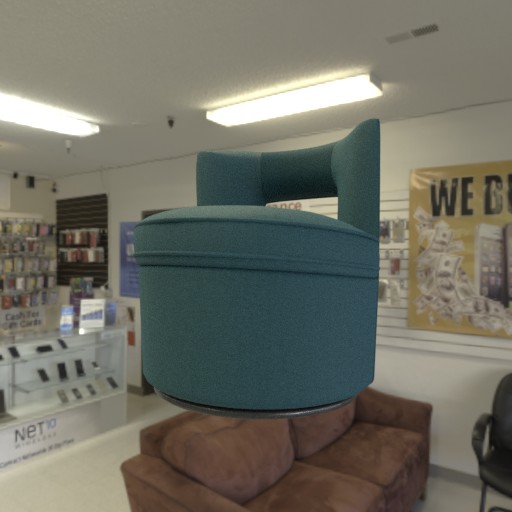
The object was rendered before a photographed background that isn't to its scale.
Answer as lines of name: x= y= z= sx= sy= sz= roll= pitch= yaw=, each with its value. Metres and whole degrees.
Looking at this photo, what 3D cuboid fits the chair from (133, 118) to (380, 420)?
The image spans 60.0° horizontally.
chair: x=0.000 y=0.000 z=1.243 sx=0.684 sy=0.711 sz=0.660 roll=1 pitch=1 yaw=38
